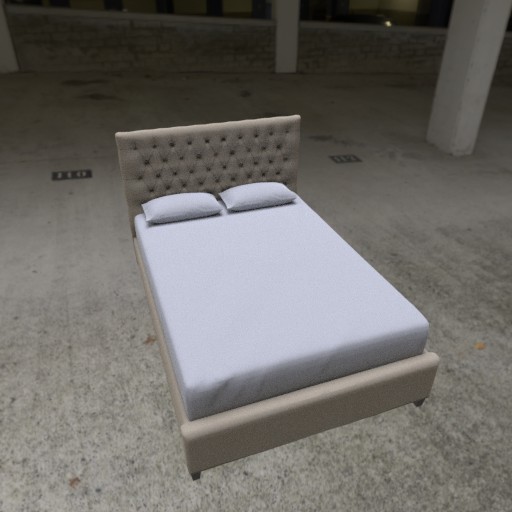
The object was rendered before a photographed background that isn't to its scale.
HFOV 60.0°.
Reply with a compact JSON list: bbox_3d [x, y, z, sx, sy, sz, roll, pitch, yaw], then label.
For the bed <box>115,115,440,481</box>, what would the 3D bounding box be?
[{"bbox_3d":[0.000,0.000,3.399,1.698,1.427,2.387,-11,34,-17],"label":"bed"}]
